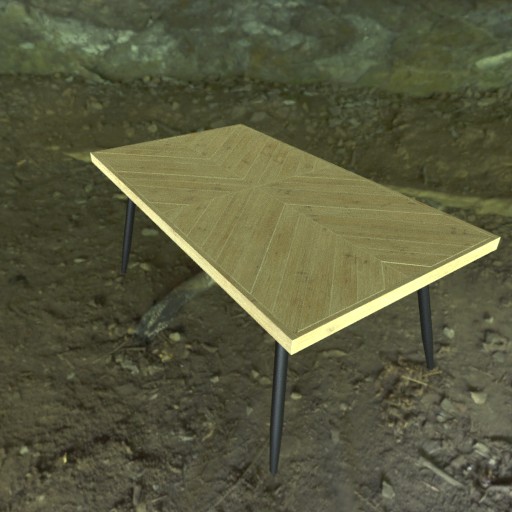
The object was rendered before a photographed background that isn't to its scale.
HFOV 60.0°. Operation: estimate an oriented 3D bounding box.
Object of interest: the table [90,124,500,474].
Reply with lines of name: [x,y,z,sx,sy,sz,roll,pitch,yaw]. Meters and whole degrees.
table: [0.000,0.000,2.260,0.991,0.762,1.803,-20,38,-28]
